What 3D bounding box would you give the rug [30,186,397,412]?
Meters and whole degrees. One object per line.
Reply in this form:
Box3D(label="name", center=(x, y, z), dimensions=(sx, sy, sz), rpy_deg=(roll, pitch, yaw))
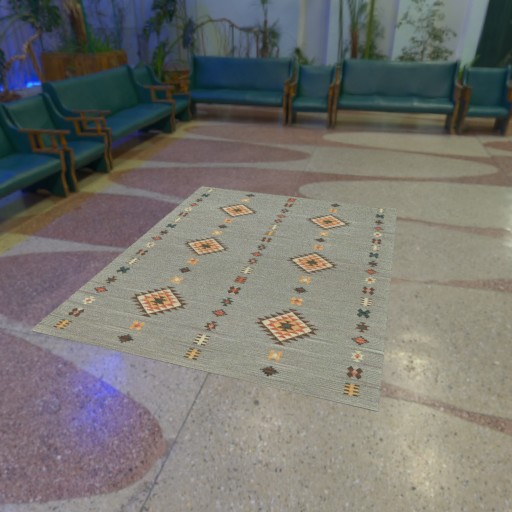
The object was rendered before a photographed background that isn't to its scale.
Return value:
Box3D(label="rug", center=(0.000, 0.000, 4.106), dimensions=(2.425, 0.008, 3.035), rpy_deg=(9, 31, 15))
